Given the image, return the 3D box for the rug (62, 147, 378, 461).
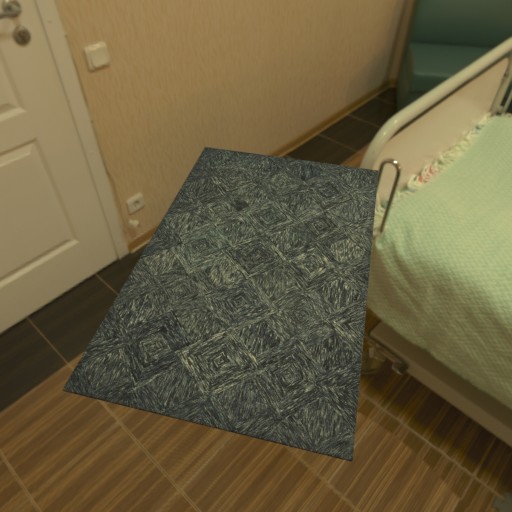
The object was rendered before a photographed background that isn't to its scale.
[{"bbox_3d":[0.000,0.000,2.934,1.478,0.017,2.330,10,47,9],"label":"rug"}]
